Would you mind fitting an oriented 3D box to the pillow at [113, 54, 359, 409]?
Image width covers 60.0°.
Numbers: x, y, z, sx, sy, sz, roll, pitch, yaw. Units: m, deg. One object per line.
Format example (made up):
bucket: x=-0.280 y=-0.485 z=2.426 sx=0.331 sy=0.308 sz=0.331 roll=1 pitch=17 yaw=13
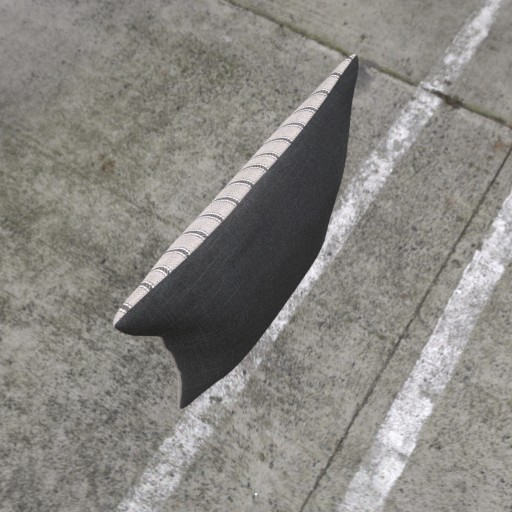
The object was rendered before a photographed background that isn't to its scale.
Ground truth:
pillow: x=0.000 y=0.000 z=0.686 sx=0.138 sy=0.444 sz=0.468 roll=31 pitch=66 yaw=16
